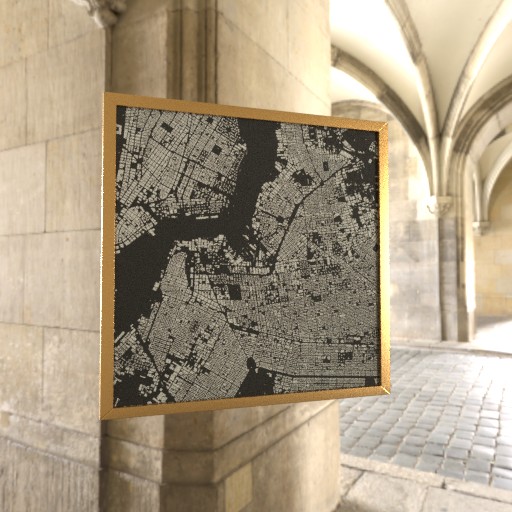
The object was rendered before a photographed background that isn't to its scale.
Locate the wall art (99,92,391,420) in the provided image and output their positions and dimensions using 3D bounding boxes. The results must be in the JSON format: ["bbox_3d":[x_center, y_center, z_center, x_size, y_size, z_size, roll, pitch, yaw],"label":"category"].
[{"bbox_3d":[0.000,0.000,0.465,0.305,0.305,0.023,1,-2,-16],"label":"wall art"}]
